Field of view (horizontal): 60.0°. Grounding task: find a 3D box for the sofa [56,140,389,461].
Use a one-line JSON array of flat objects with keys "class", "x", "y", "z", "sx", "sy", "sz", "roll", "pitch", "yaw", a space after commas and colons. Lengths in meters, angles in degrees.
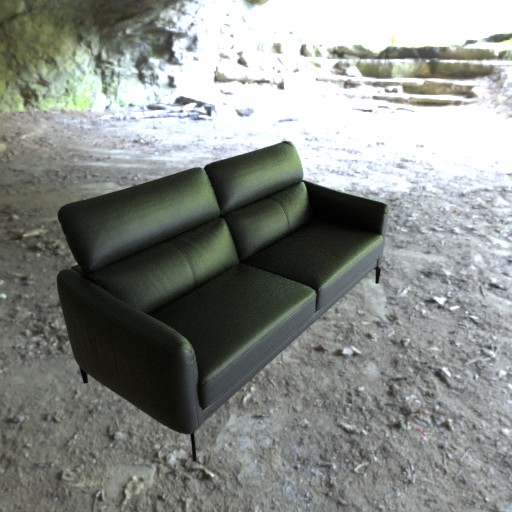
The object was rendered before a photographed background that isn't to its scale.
[{"class": "sofa", "x": 0.000, "y": 0.000, "z": 2.575, "sx": 0.856, "sy": 0.957, "sz": 2.069, "roll": 18, "pitch": 31, "yaw": 33}]
